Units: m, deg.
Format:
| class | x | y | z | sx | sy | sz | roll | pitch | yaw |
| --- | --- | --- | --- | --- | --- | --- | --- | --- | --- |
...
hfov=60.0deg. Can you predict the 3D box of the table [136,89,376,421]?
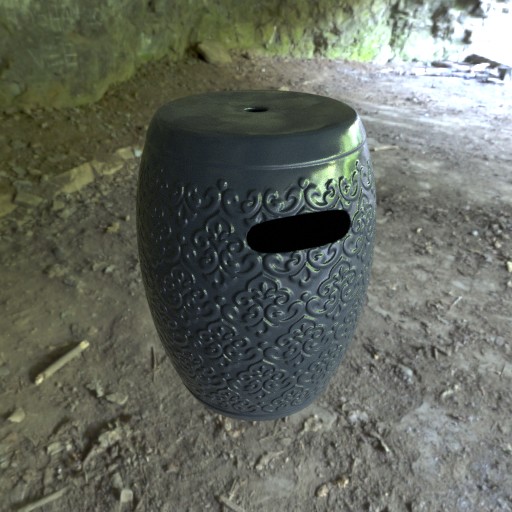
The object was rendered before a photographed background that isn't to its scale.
| class | x | y | z | sx | sy | sz | roll | pitch | yaw |
| --- | --- | --- | --- | --- | --- | --- | --- | --- | --- |
| table | 0.000 | 0.000 | 0.610 | 0.309 | 0.397 | 0.309 | 0 | 31 | 0 |
